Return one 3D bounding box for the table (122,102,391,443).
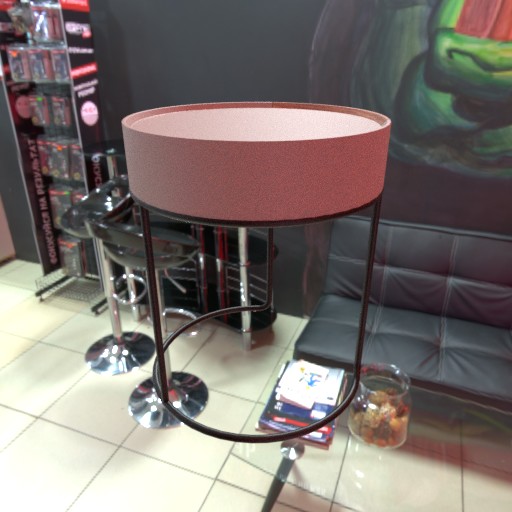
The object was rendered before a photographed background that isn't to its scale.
[{"bbox_3d":[0.000,0.000,0.874,0.450,0.530,0.450,0,25,0],"label":"table"}]
